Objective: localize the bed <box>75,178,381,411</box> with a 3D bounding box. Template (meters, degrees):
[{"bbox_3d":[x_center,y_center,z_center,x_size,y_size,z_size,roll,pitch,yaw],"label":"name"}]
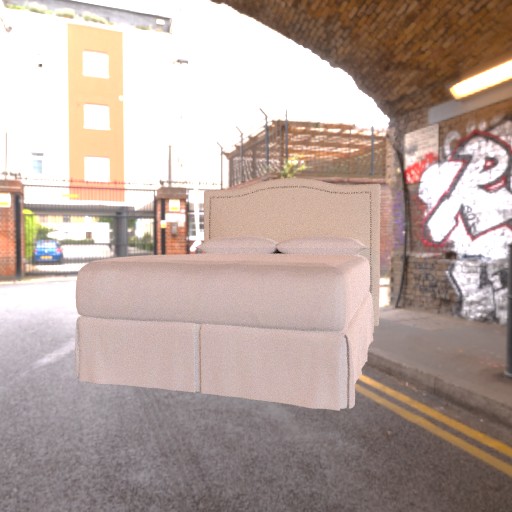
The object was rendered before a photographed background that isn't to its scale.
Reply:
[{"bbox_3d":[0.000,0.000,3.381,1.753,1.460,2.143,1,2,18],"label":"bed"}]
